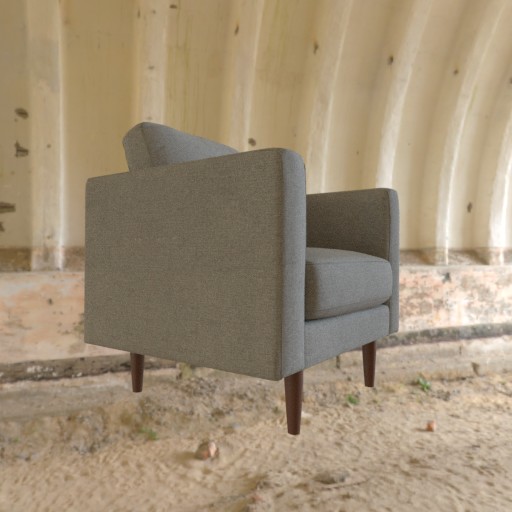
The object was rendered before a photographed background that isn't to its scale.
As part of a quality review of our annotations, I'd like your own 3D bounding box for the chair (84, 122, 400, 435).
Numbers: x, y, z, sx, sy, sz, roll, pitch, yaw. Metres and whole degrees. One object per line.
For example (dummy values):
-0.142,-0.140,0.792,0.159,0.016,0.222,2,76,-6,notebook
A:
0.000,0.000,1.552,0.800,0.927,0.855,0,-1,36,chair
